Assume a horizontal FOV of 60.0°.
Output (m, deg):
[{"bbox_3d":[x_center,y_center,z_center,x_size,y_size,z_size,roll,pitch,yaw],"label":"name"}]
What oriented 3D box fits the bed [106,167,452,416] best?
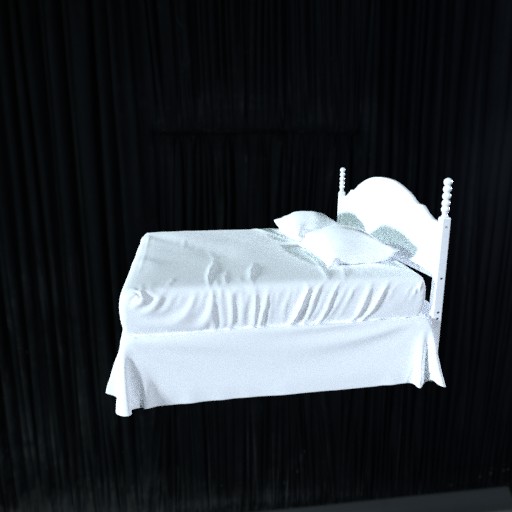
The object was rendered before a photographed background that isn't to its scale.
[{"bbox_3d":[0.000,0.000,3.656,2.219,1.355,2.322,-2,13,-10],"label":"bed"}]
